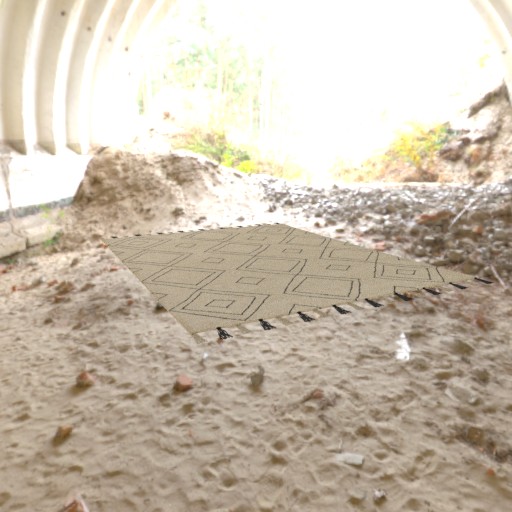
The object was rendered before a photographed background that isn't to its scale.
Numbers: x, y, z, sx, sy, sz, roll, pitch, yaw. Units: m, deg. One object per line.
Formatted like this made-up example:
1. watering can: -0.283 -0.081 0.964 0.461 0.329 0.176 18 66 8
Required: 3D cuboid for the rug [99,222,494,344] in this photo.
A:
1. rug: 0.000 0.000 4.171 2.342 0.026 3.221 -7 15 -27
